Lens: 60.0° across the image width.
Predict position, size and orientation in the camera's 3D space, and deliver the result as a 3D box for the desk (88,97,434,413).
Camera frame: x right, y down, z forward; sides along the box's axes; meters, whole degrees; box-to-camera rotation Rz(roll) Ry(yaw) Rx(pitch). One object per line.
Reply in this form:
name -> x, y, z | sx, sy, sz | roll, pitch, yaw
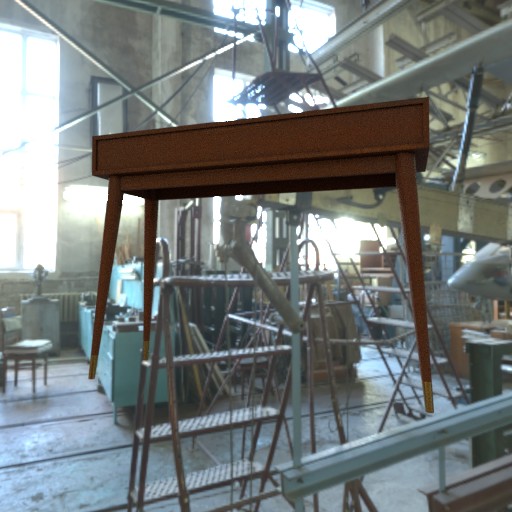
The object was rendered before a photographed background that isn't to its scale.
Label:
desk -> 0.000, 0.000, 1.648 | 1.204, 0.917, 0.384 | -1, -2, 19
